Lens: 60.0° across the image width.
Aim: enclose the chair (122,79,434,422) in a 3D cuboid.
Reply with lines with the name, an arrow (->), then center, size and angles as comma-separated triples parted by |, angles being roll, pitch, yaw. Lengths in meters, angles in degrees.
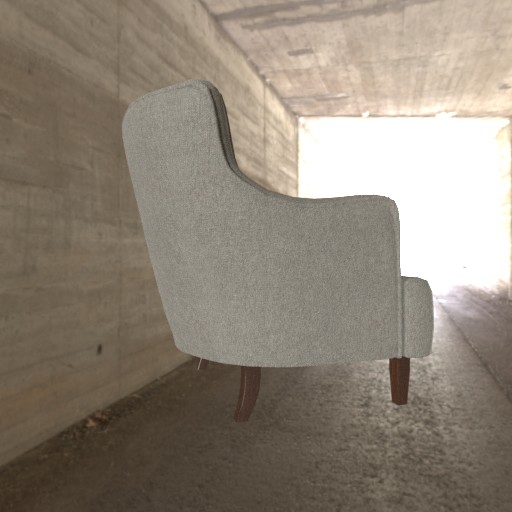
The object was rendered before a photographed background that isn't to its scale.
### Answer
chair -> 0.000, 0.000, 1.550 | 0.910, 0.920, 0.820 | 0, 0, -18
